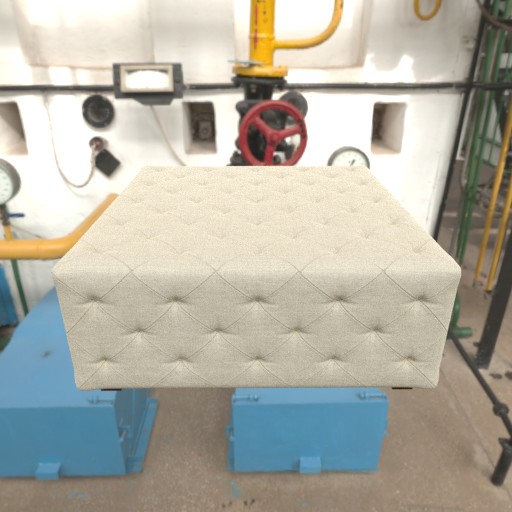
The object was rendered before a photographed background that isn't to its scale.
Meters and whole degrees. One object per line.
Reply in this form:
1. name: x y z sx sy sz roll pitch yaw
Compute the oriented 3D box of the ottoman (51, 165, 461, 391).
1. ottoman: 0.000 0.000 1.628 1.028 0.439 1.028 0 26 0
